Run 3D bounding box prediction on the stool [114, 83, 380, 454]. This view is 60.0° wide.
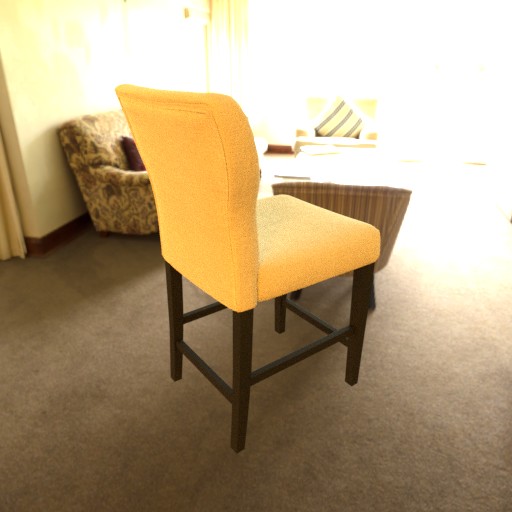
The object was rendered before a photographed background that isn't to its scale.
[{"bbox_3d":[0.000,0.000,1.329,0.603,0.972,0.514,-17,30,-33],"label":"stool"}]
